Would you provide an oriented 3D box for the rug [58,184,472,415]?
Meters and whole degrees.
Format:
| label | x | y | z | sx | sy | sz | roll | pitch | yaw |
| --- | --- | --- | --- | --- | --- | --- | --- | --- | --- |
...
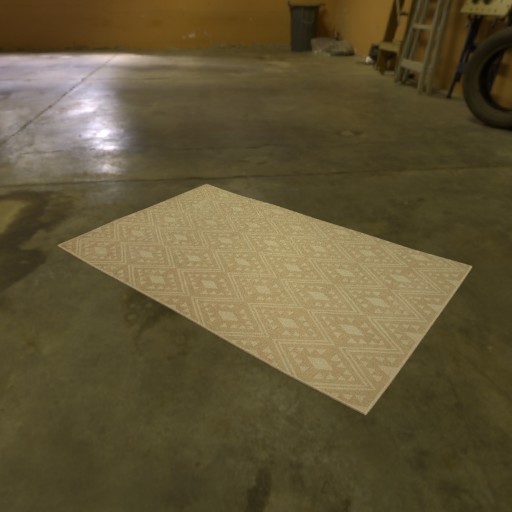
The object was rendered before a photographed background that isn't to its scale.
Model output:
| label | x | y | z | sx | sy | sz | roll | pitch | yaw |
| --- | --- | --- | --- | --- | --- | --- | --- | --- | --- |
| rug | 0.000 | 0.000 | 3.064 | 2.430 | 0.053 | 1.553 | 22 | 37 | 32 |
